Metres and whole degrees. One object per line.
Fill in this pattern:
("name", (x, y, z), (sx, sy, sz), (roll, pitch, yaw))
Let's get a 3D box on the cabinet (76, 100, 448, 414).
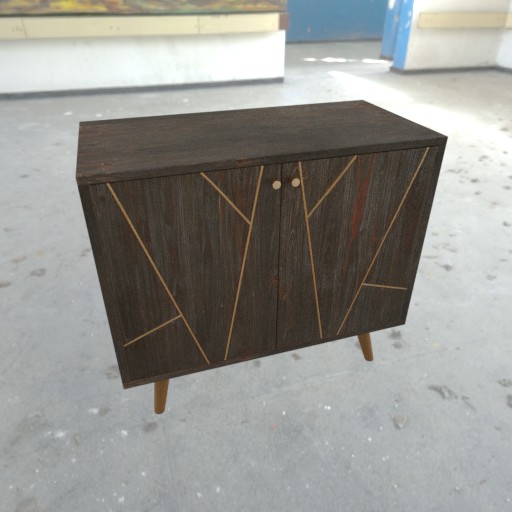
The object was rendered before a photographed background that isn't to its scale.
("cabinet", (0.000, 0.000, 1.578), (1.023, 0.897, 0.529), (-10, 33, -15))
